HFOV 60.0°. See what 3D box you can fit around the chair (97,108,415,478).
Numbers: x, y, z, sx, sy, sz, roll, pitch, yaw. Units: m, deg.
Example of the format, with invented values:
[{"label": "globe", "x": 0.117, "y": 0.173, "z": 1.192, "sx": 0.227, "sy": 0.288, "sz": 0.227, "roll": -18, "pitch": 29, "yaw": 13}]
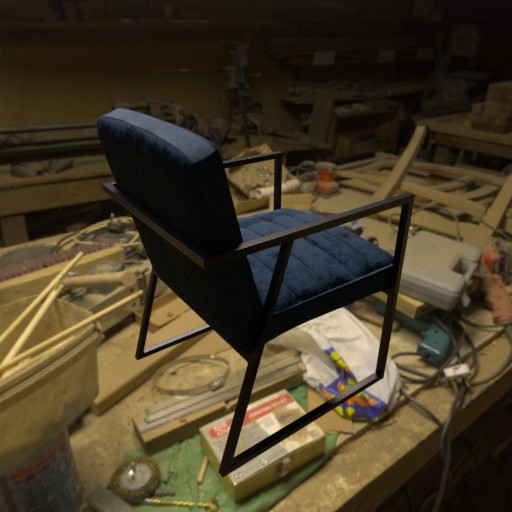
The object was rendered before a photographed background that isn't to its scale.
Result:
[{"label": "chair", "x": 0.000, "y": 0.000, "z": 1.290, "sx": 0.677, "sy": 0.833, "sz": 0.571, "roll": -18, "pitch": 32, "yaw": -31}]
